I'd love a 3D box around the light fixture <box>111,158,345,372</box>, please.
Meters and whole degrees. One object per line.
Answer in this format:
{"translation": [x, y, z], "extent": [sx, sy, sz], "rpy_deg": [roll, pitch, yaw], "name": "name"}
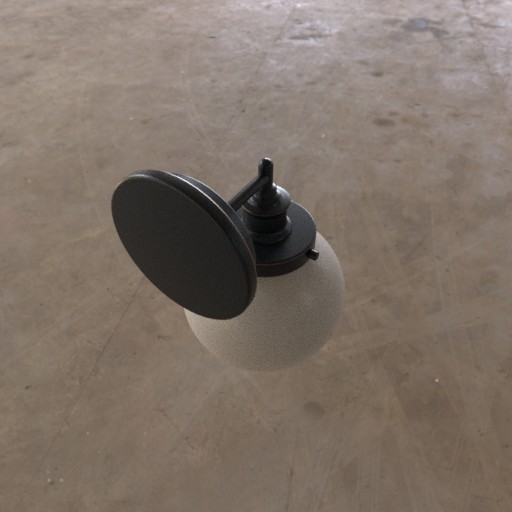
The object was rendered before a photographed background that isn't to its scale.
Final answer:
{"translation": [0.000, 0.000, 0.484], "extent": [0.197, 0.332, 0.230], "rpy_deg": [25, 50, 23], "name": "light fixture"}
